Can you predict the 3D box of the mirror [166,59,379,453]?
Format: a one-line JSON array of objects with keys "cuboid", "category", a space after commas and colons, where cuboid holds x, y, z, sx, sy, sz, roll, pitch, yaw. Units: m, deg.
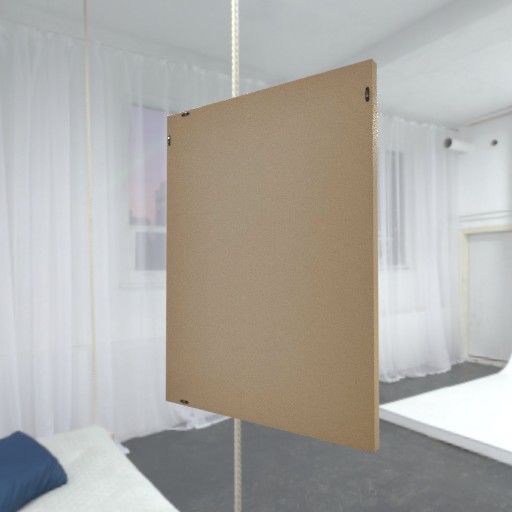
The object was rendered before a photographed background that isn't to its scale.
[{"cuboid": [0.000, 0.000, 1.374, 0.762, 1.016, 0.041, -1, -2, 35], "category": "mirror"}]
